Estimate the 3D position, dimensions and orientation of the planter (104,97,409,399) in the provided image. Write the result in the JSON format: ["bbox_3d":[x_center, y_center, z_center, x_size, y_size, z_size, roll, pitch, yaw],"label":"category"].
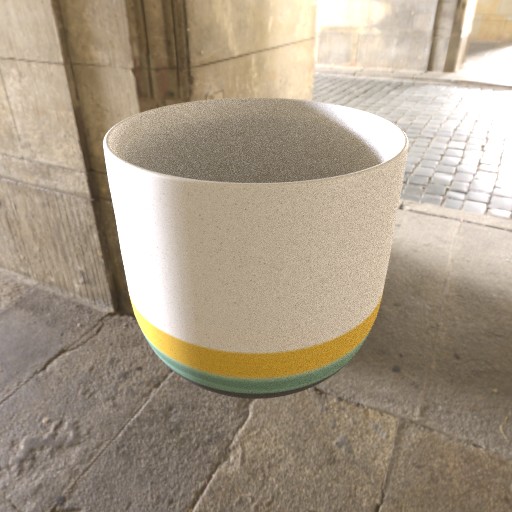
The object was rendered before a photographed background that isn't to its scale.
[{"bbox_3d":[0.000,0.000,0.471,0.268,0.270,0.268,0,31,0],"label":"planter"}]
